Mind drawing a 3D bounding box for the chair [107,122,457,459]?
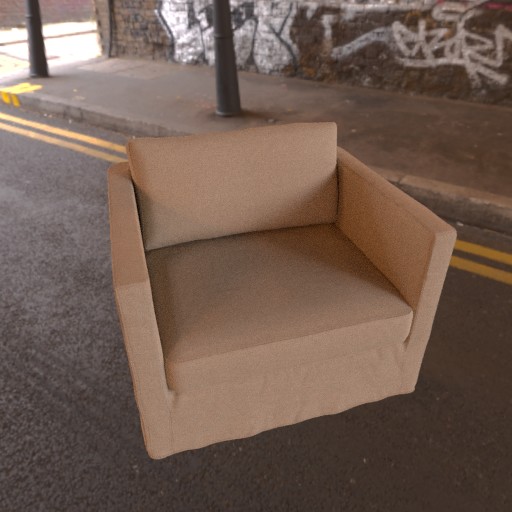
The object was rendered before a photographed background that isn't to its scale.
[{"bbox_3d":[0.000,0.000,1.736,1.057,0.867,0.949,-9,34,-14],"label":"chair"}]
